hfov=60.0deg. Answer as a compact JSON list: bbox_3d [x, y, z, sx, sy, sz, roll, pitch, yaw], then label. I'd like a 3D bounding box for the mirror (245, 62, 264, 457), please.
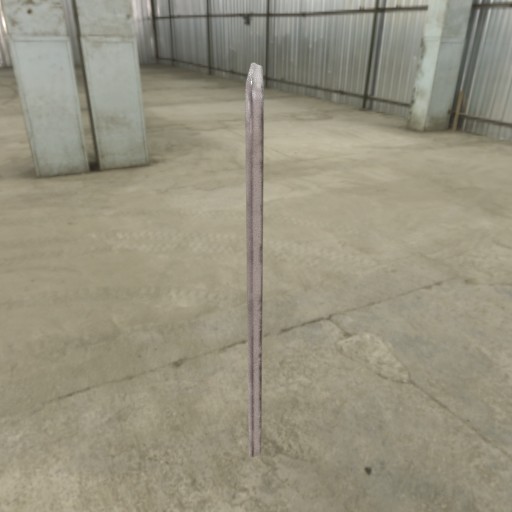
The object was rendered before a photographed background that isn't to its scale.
[{"bbox_3d":[0.000,0.000,0.914,0.024,0.713,0.461,0,27,0],"label":"mirror"}]
